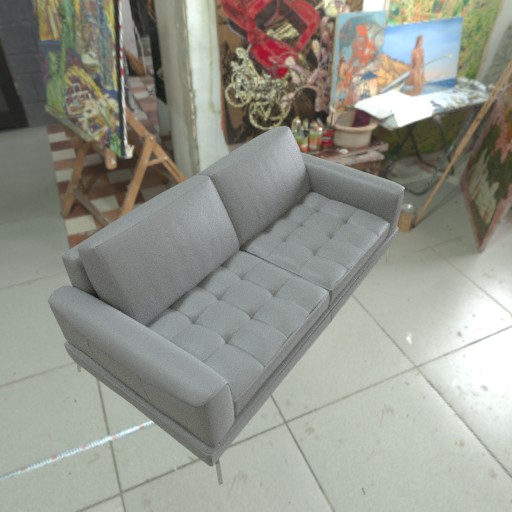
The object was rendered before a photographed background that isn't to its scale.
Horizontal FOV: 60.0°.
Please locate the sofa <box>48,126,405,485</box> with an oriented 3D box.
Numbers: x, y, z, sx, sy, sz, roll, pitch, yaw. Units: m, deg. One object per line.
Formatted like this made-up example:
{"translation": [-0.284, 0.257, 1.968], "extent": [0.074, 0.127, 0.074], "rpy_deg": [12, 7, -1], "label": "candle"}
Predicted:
{"translation": [0.000, 0.000, 2.741], "extent": [1.121, 0.930, 2.177], "rpy_deg": [25, 46, 27], "label": "sofa"}
